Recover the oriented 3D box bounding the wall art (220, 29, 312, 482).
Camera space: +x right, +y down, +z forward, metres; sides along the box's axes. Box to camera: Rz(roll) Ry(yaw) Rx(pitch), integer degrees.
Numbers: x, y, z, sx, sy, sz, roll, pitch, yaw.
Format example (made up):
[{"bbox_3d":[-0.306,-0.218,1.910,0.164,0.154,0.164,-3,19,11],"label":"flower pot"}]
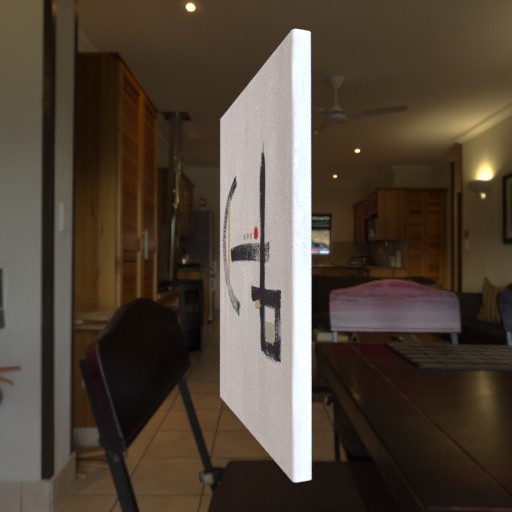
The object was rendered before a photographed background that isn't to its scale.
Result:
[{"bbox_3d":[0.000,0.000,1.182,0.048,0.916,0.602,0,-1,-19],"label":"wall art"}]
